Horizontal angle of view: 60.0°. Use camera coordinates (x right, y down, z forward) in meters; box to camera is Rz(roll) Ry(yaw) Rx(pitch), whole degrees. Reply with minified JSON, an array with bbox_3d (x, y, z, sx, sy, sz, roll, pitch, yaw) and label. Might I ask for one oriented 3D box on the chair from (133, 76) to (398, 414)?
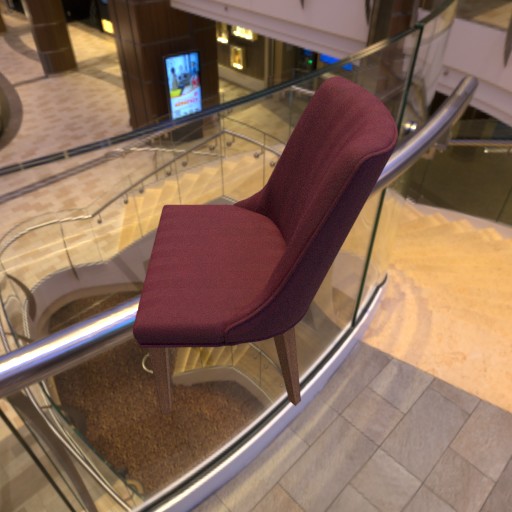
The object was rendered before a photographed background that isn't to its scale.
[{"bbox_3d":[0.000,0.000,1.319,0.638,0.916,0.548,0,42,-1],"label":"chair"}]
